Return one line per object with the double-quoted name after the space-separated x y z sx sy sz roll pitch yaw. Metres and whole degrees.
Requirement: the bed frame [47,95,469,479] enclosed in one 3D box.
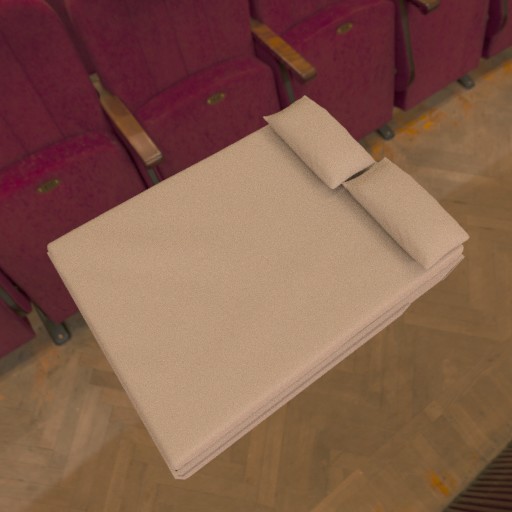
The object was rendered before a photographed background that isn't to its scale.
0.000 0.000 2.569 1.950 0.629 1.450 -33 67 -15 "bed frame"
